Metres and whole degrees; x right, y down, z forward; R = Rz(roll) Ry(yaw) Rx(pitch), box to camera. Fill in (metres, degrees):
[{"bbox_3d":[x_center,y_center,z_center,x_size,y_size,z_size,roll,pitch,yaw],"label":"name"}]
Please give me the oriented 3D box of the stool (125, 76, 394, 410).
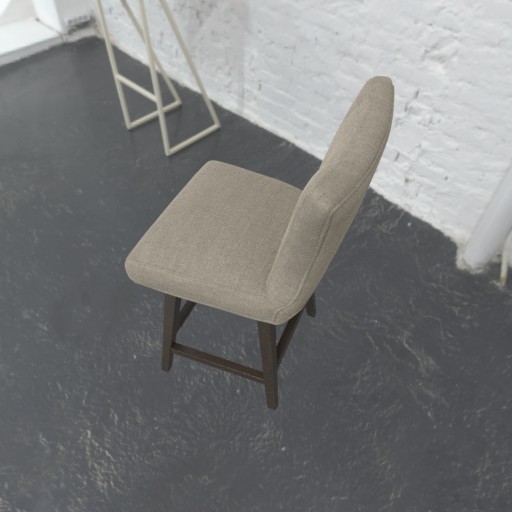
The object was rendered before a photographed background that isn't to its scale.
[{"bbox_3d":[0.000,0.000,1.338,0.574,1.000,0.514,18,51,15],"label":"stool"}]
